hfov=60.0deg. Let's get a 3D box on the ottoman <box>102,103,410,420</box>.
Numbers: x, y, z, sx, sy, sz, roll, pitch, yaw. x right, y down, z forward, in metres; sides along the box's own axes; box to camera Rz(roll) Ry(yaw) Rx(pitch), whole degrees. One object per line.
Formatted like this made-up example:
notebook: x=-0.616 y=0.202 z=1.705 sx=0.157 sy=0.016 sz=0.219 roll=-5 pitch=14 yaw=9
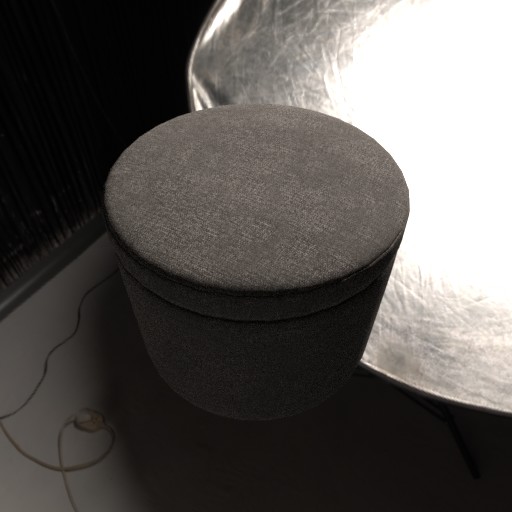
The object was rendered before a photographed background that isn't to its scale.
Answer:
ottoman: x=0.000 y=0.000 z=0.866 sx=0.500 sy=0.419 sz=0.500 roll=0 pitch=47 yaw=0
